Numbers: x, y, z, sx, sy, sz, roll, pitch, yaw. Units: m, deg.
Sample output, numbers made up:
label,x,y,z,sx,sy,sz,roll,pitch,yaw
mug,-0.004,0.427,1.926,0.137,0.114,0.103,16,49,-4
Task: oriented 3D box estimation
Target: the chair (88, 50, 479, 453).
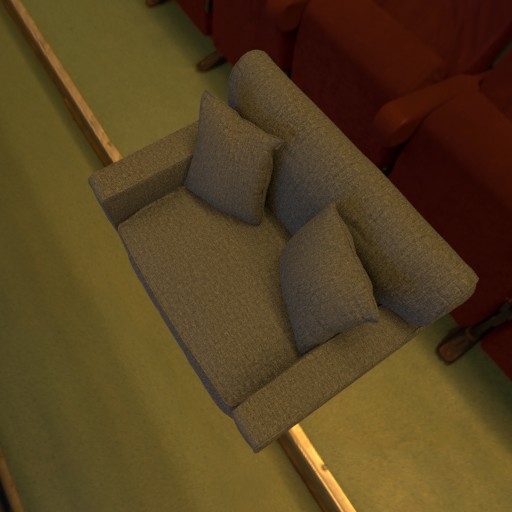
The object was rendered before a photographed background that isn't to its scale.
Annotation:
label,x,y,z,sx,sy,sz,roll,pitch,yaw
chair,0.000,0.000,2.018,1.000,0.948,1.383,-31,69,-14
